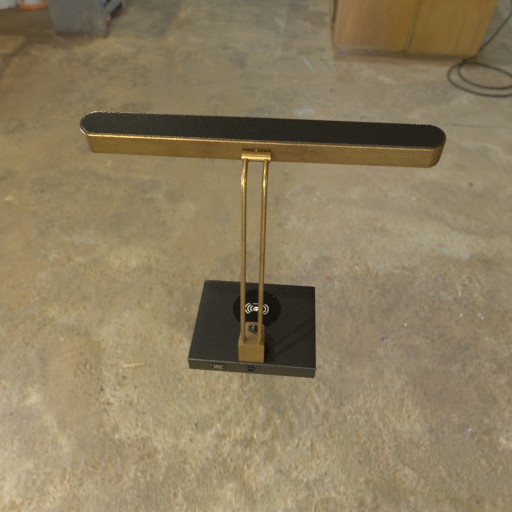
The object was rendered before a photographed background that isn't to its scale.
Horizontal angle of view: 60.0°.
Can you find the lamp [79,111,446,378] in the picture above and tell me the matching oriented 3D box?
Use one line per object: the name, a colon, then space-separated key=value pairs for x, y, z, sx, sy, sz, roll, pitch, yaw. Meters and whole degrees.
lamp: x=0.000 y=0.000 z=0.583 sx=0.412 sy=0.345 sz=0.156 roll=3 pitch=46 yaw=3
